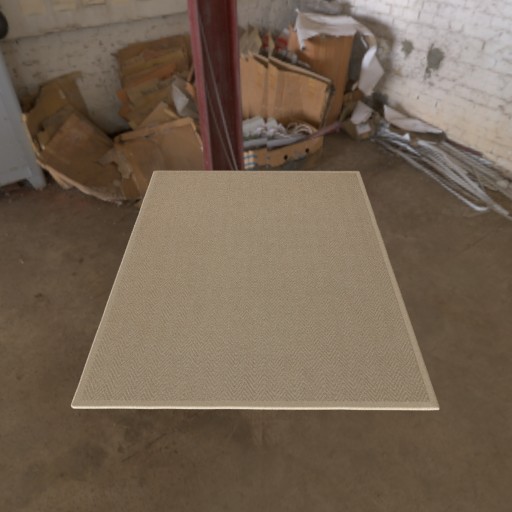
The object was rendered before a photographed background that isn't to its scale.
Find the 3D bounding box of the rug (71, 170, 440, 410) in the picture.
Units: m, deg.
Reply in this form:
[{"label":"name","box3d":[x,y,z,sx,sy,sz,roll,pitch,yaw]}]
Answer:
[{"label":"rug","box3d":[0.000,0.000,4.035,2.407,0.020,3.051,0,41,0]}]
